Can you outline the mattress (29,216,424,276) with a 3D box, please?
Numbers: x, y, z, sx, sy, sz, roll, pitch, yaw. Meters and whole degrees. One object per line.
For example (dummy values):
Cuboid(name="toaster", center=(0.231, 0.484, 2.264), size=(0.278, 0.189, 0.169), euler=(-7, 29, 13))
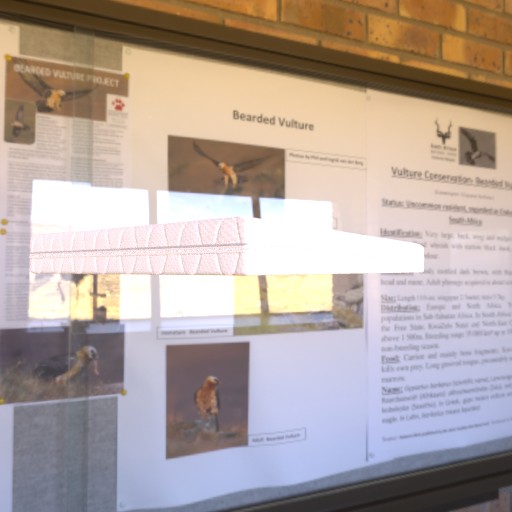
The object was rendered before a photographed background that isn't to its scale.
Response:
Cuboid(name="mattress", center=(0.000, 0.000, 2.638), size=(1.400, 0.200, 2.000), euler=(-1, -2, 36))
